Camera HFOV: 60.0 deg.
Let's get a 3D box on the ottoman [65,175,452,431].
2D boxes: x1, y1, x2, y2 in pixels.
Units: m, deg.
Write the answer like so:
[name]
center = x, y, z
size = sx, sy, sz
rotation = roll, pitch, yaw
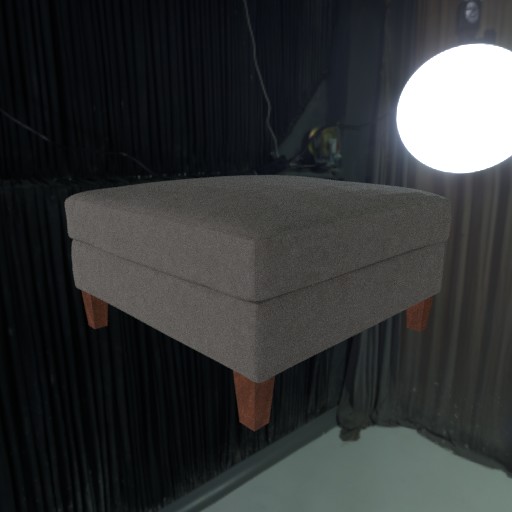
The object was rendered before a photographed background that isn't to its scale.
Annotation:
[ottoman]
center = 0.000, 0.000, 1.409
size = 0.861, 0.482, 0.881
rotation = -13, 19, -43
